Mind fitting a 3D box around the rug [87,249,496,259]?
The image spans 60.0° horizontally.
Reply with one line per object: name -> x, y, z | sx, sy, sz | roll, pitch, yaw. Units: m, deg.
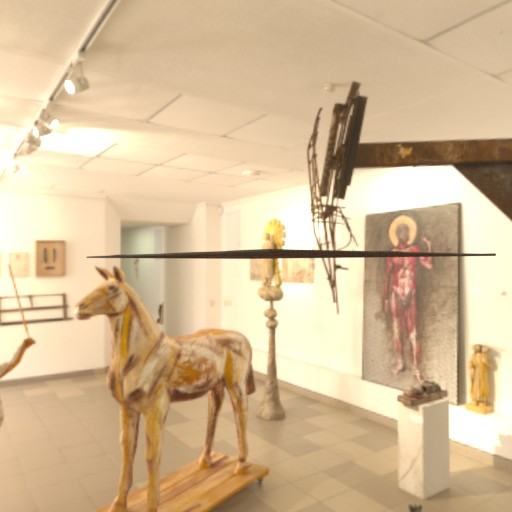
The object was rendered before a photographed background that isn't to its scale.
rug -> 0.000, 0.000, 2.262 | 1.207, 0.012, 1.820 | 1, -1, -35
